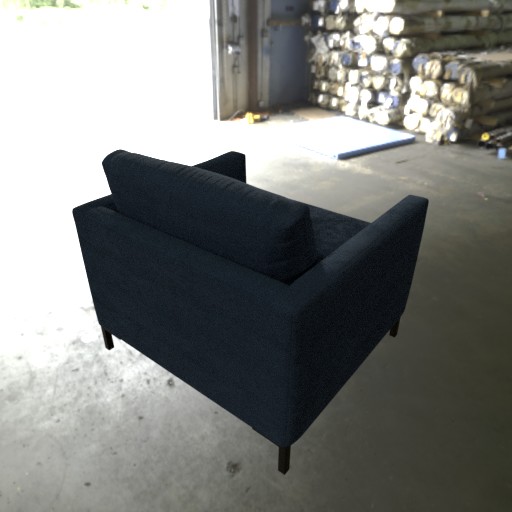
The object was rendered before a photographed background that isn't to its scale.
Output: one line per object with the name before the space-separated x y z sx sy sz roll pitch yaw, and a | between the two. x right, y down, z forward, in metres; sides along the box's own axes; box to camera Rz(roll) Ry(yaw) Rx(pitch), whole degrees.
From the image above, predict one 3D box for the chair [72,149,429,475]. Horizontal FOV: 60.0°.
chair | 0.000 0.000 1.657 0.964 0.812 0.875 22 37 33
